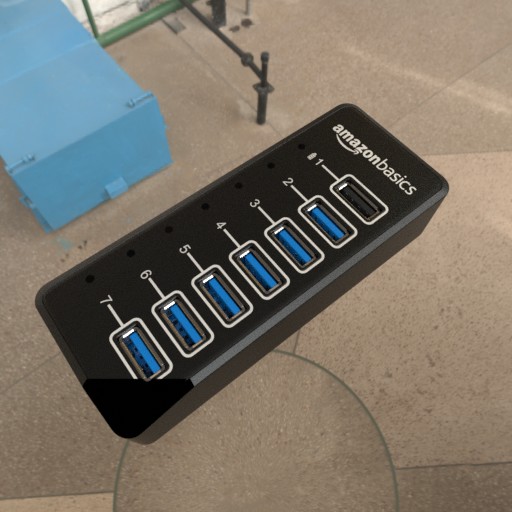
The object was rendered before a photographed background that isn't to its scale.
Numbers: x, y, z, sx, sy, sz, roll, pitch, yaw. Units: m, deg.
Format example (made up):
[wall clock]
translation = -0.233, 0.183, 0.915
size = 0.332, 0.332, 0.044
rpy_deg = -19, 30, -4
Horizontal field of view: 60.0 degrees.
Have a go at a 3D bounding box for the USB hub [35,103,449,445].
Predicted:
[USB hub]
translation = 0.000, 0.000, 0.127
size = 0.110, 0.023, 0.044
rpy_deg = -35, 68, -17
